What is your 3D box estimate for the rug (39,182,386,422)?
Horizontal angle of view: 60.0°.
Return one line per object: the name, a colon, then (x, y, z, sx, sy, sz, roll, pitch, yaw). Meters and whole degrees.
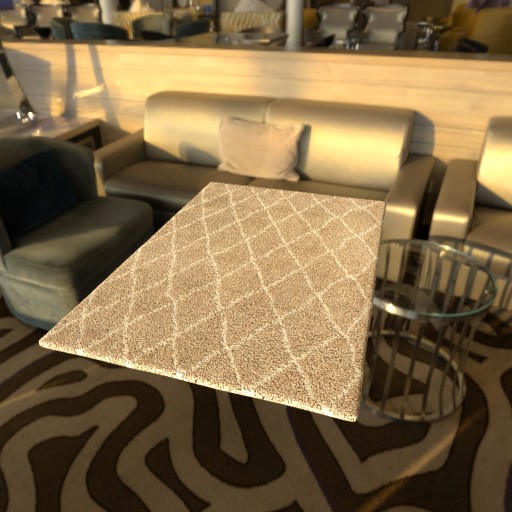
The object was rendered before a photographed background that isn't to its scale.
rug: (0.000, 0.000, 2.288, 1.219, 0.030, 1.778, 9, 32, 15)
